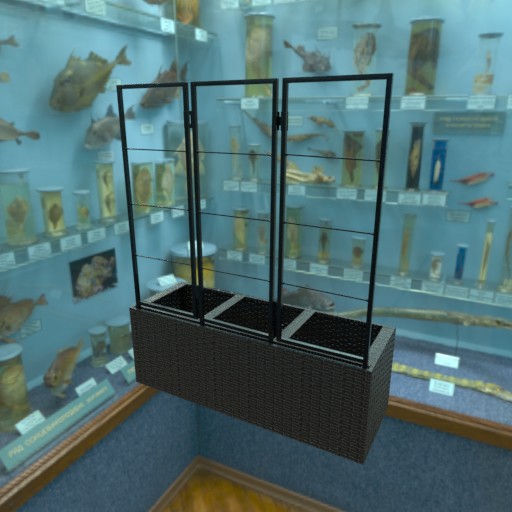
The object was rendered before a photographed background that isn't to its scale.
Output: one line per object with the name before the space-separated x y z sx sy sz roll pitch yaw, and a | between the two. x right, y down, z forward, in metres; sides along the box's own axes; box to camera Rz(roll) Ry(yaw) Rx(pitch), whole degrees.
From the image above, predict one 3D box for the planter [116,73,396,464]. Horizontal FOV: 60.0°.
planter | 0.000 0.000 1.154 0.699 0.841 0.244 9 20 27
